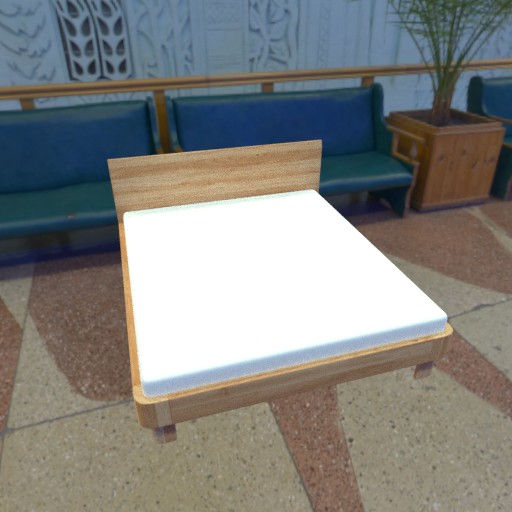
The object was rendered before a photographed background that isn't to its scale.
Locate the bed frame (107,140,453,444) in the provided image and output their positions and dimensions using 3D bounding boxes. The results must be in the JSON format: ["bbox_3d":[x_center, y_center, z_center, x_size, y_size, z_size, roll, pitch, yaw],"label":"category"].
[{"bbox_3d":[0.000,0.000,3.194,1.872,0.940,2.092,-9,32,-14],"label":"bed frame"}]
